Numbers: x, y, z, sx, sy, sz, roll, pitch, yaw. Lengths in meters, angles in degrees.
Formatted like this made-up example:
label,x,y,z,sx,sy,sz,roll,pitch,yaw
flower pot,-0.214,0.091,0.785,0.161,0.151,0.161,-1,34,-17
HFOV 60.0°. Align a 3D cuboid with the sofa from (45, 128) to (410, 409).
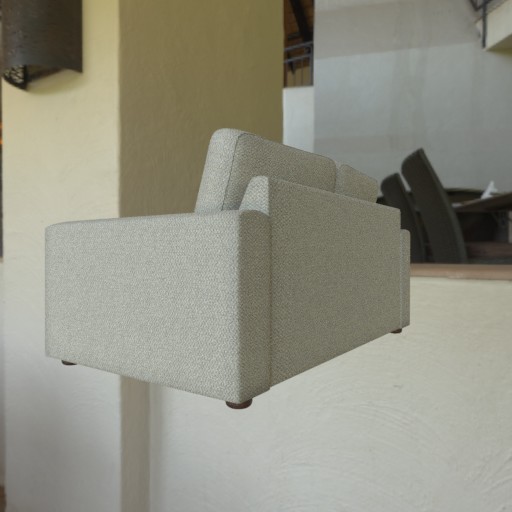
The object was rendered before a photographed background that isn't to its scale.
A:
label,x,y,z,sx,sy,sz,roll,pitch,yaw
sofa,0.000,0.000,2.148,1.016,0.873,1.616,0,1,35
